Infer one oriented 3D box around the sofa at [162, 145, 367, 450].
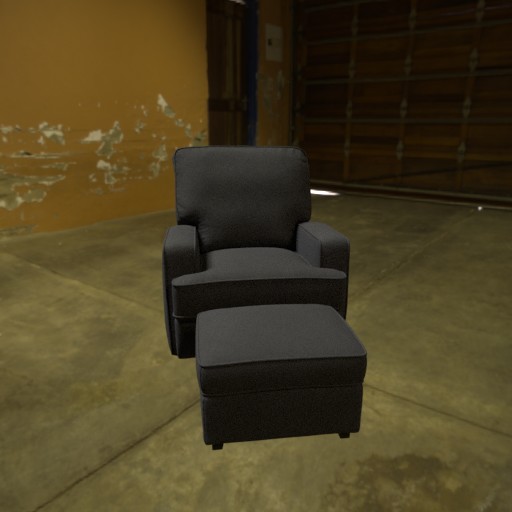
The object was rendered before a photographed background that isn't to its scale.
[{"bbox_3d":[0.000,0.000,2.051,0.861,0.959,1.472,-2,16,-7],"label":"sofa"}]
